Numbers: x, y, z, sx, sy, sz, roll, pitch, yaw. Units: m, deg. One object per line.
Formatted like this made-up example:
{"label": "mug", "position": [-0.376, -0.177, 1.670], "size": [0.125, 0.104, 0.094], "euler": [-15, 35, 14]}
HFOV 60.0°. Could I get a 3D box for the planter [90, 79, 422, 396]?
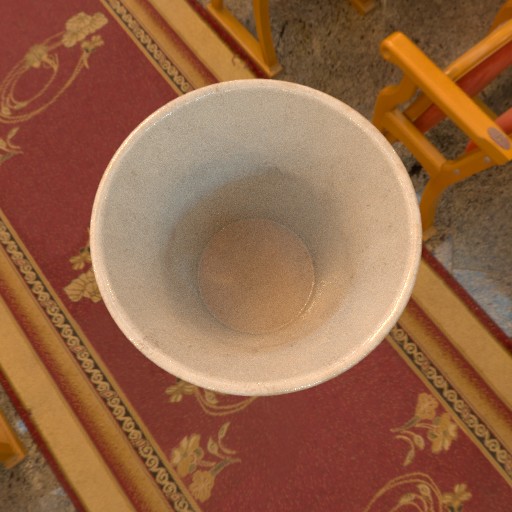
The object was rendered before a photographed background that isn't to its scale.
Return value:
{"label": "planter", "position": [0.000, 0.000, 0.219], "size": [0.126, 0.104, 0.126], "euler": [0, 76, 0]}
